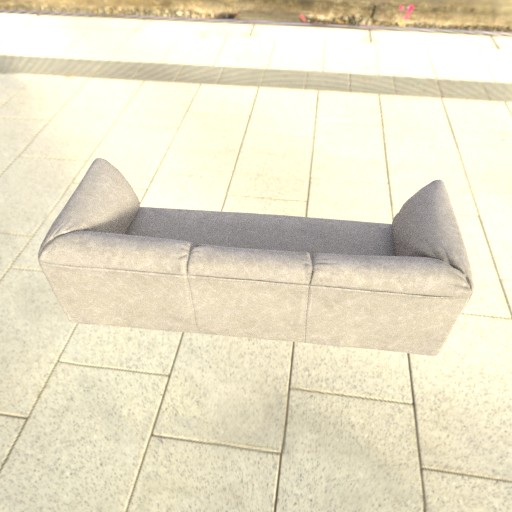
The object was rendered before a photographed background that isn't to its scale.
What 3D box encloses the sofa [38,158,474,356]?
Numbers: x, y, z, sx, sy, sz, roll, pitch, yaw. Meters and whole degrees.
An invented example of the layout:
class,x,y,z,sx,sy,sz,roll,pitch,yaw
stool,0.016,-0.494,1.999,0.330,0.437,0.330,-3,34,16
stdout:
class,x,y,z,sx,sy,sz,roll,pitch,yaw
sofa,0.000,0.000,2.712,2.238,0.758,0.899,4,46,4
